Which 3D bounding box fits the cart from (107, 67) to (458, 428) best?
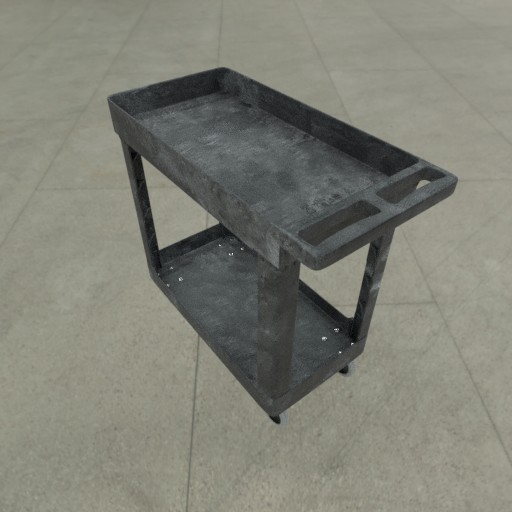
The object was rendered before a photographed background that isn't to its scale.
[{"bbox_3d":[0.000,0.000,1.364,0.420,0.824,0.877,-27,48,-27],"label":"cart"}]
